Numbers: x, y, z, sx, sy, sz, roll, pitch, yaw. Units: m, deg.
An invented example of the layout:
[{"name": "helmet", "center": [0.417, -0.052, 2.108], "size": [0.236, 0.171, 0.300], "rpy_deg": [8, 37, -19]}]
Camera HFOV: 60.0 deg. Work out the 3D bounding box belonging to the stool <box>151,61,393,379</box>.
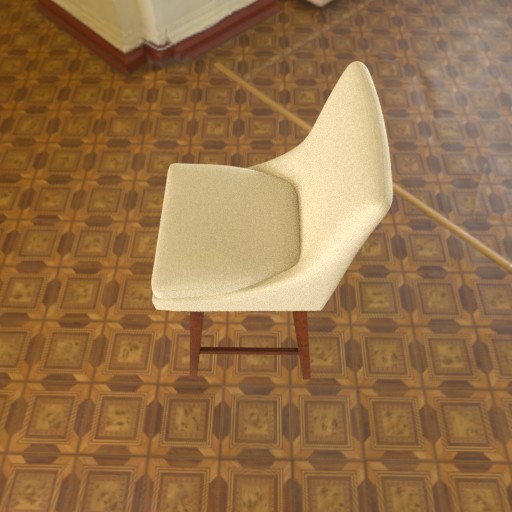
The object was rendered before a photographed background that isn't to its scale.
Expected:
[{"name": "stool", "center": [0.000, 0.000, 1.403], "size": [0.559, 1.097, 0.470], "rpy_deg": [1, 58, 0]}]
